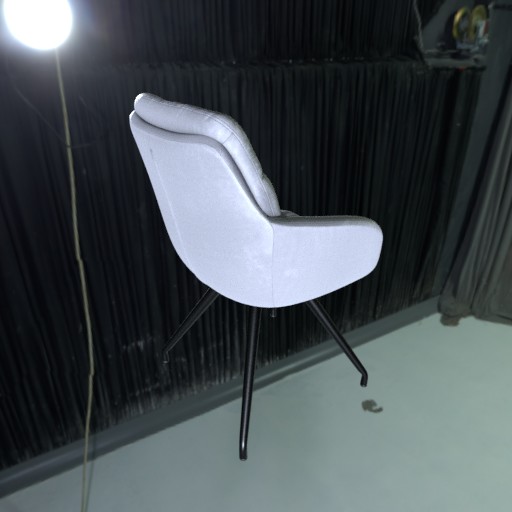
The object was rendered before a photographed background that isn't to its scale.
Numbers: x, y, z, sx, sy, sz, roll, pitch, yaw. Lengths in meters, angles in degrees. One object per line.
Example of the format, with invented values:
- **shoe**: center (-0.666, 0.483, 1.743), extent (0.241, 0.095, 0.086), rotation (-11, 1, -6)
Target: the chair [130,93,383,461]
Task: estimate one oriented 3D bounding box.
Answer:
- **chair**: center (0.000, 0.000, 1.269), extent (0.569, 0.888, 0.579), rotation (-18, 32, -31)
